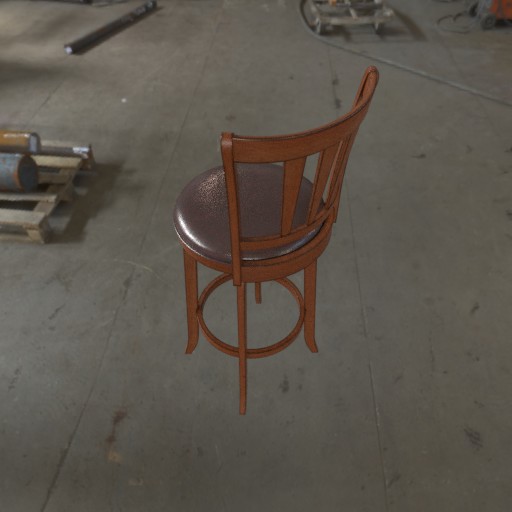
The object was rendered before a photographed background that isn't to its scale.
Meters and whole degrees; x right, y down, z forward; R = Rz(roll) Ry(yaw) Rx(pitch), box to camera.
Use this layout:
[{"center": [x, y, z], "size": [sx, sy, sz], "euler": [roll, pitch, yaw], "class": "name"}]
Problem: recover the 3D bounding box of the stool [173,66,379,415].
[{"center": [0.000, 0.000, 1.412], "size": [0.464, 1.177, 0.503], "euler": [-33, 54, -28], "class": "stool"}]
